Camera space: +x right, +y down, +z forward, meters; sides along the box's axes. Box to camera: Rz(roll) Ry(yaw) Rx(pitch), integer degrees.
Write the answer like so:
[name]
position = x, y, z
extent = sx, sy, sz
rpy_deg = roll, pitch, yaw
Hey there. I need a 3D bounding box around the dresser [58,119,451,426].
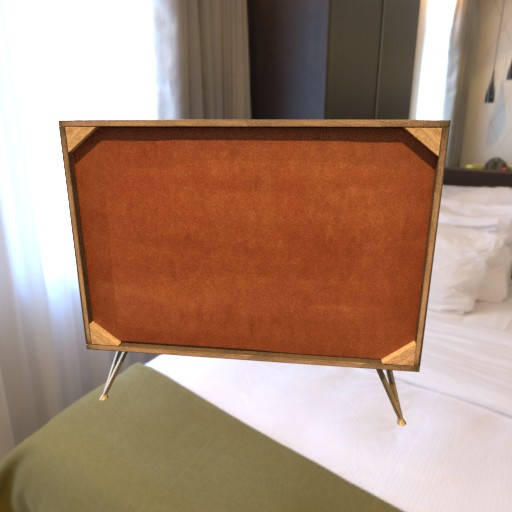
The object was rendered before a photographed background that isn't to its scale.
[dresser]
position = 0.000, 0.000, 1.364
extent = 0.923, 0.801, 0.453
rpy_deg = 2, 17, 7
